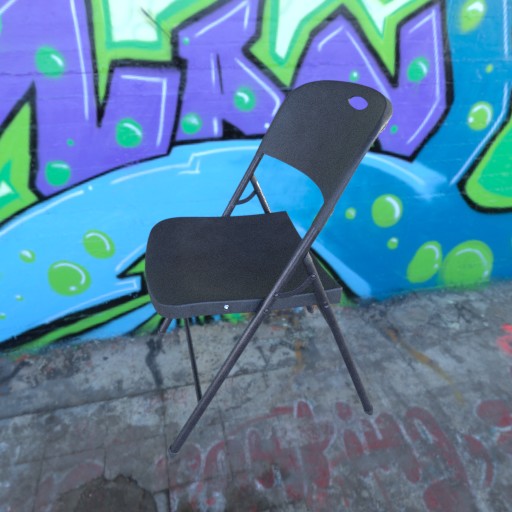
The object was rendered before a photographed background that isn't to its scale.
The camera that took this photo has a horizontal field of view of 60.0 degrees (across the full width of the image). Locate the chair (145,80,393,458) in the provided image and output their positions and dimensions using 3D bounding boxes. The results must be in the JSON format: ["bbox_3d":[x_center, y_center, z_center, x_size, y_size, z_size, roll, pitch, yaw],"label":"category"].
[{"bbox_3d":[0.000,0.000,1.155,0.567,0.810,0.494,-7,31,-12],"label":"chair"}]
